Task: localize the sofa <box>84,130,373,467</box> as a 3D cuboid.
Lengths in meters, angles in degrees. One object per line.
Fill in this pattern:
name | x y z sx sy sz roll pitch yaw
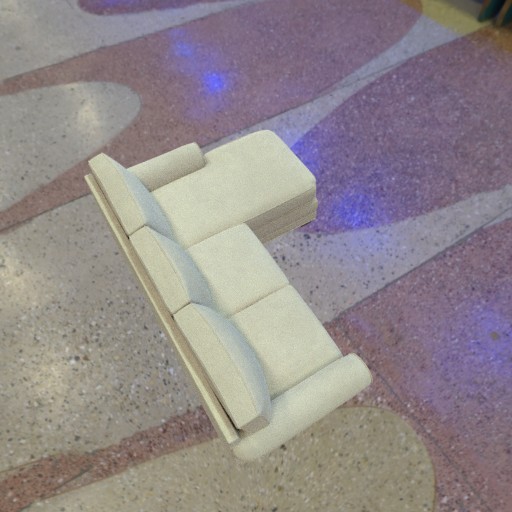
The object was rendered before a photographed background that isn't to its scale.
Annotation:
sofa | 0.000 0.000 2.423 1.226 0.734 1.770 -27 61 -16
